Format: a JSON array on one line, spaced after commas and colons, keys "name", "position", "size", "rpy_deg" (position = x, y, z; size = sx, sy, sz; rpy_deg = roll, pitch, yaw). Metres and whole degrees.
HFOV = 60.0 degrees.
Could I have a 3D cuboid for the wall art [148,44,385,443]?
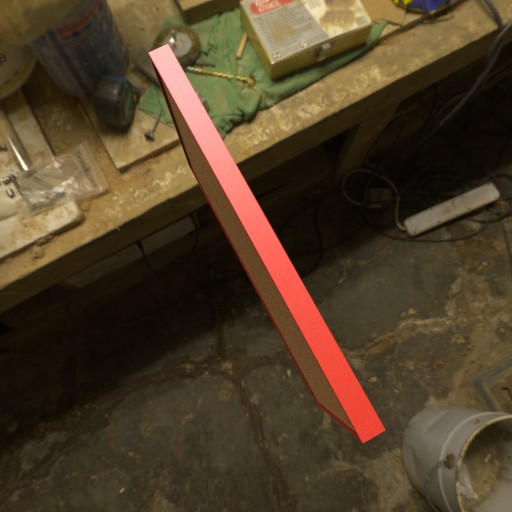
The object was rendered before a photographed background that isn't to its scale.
[{"name": "wall art", "position": [0.000, 0.000, 0.790], "size": [0.033, 0.405, 0.607], "rpy_deg": [-28, 79, -6]}]
